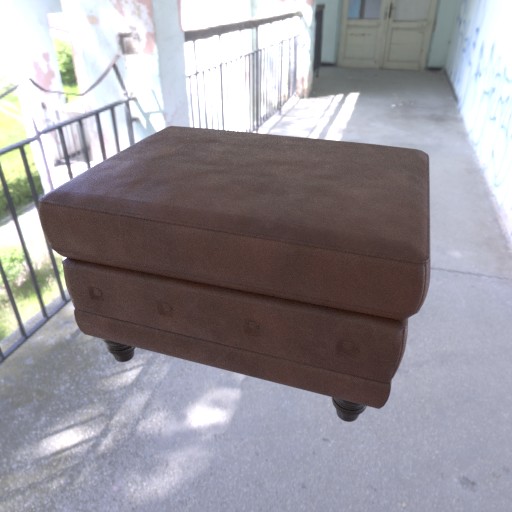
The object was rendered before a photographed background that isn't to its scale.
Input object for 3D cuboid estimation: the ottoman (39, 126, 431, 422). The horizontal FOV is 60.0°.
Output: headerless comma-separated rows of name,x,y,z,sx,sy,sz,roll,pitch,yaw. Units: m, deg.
ottoman,0.000,0.000,1.164,0.795,0.509,0.588,10,33,15
